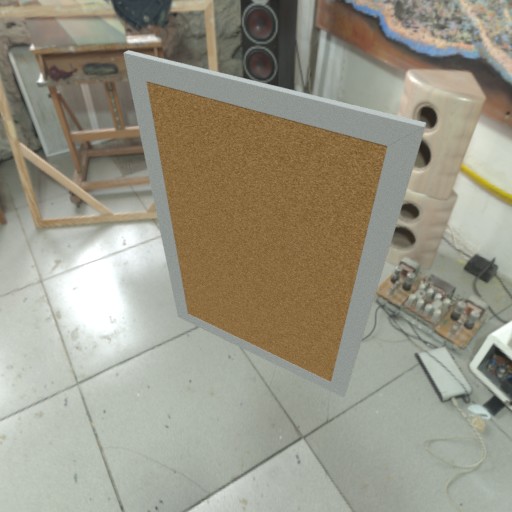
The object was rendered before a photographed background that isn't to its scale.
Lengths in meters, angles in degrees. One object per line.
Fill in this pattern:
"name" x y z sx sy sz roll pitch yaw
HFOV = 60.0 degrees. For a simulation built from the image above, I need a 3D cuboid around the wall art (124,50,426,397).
"wall art" 0.000 0.000 0.829 0.454 0.659 0.011 22 49 20
